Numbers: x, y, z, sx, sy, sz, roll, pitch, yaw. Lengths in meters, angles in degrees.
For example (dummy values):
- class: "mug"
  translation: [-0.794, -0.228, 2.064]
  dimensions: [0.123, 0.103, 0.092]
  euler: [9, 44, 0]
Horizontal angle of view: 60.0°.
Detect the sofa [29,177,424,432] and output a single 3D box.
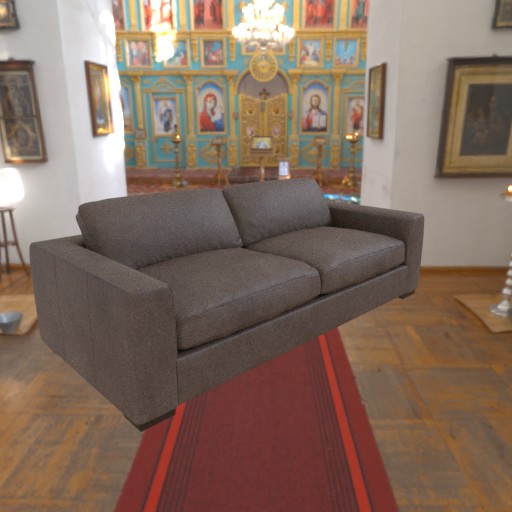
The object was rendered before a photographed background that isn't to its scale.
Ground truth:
- class: "sofa"
  translation: [0.000, 0.000, 2.703]
  dimensions: [2.262, 0.801, 1.070]
  euler: [-15, 21, -42]
